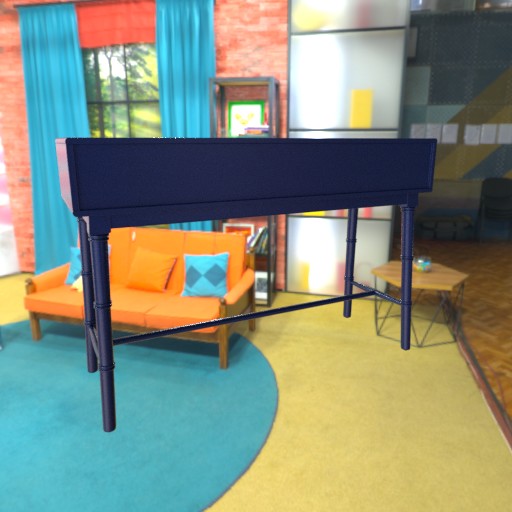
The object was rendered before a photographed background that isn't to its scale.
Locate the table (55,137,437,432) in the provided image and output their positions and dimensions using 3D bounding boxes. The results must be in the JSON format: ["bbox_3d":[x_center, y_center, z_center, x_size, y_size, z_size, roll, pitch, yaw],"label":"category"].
[{"bbox_3d":[0.000,0.000,1.459,1.118,0.749,0.399,-7,16,-26],"label":"table"}]
